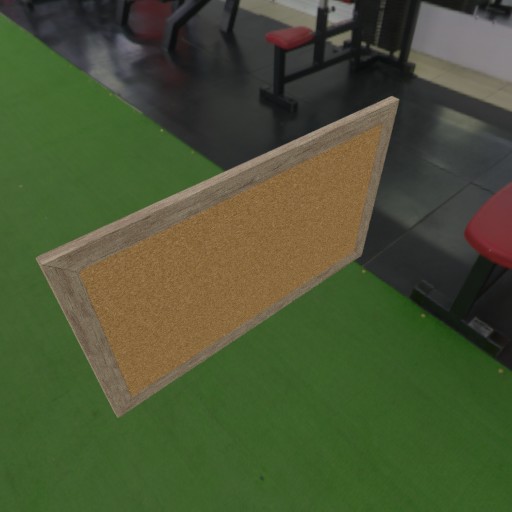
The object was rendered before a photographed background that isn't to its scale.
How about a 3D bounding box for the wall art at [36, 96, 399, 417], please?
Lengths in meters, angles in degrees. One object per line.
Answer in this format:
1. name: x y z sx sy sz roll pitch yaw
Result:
1. wall art: 0.000 0.000 0.959 0.780 0.480 0.021 -30 53 -26
